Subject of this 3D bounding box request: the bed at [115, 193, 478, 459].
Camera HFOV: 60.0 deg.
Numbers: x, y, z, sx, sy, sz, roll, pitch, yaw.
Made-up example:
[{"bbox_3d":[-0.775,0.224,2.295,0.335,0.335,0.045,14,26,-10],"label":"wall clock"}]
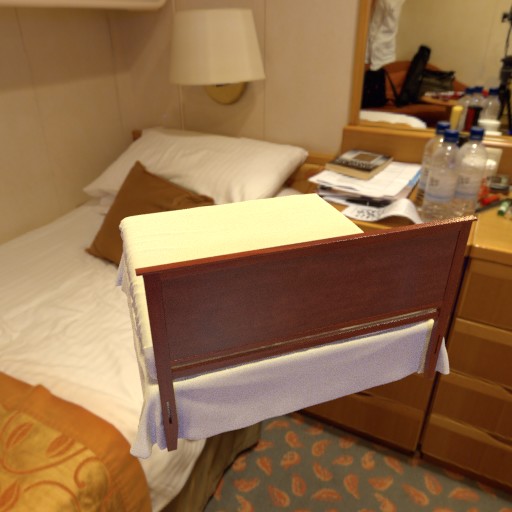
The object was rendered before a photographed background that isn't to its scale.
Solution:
[{"bbox_3d":[0.000,0.000,3.571,2.314,1.271,2.219,-9,30,-17],"label":"bed"}]
